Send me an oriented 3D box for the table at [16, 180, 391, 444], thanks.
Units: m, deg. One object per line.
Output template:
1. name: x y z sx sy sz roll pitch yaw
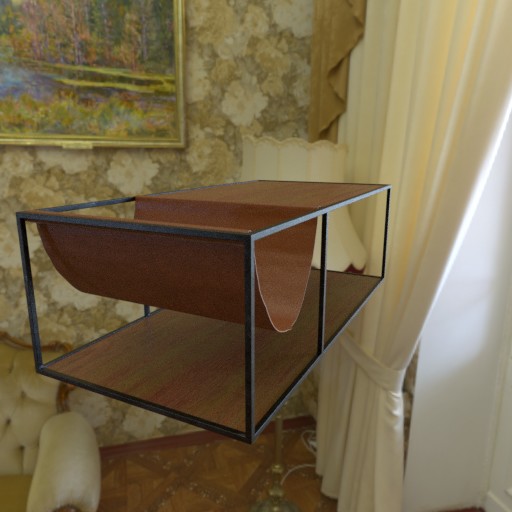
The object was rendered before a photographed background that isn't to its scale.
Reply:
1. table: 0.000 0.000 1.426 0.597 0.403 1.199 7 15 26
